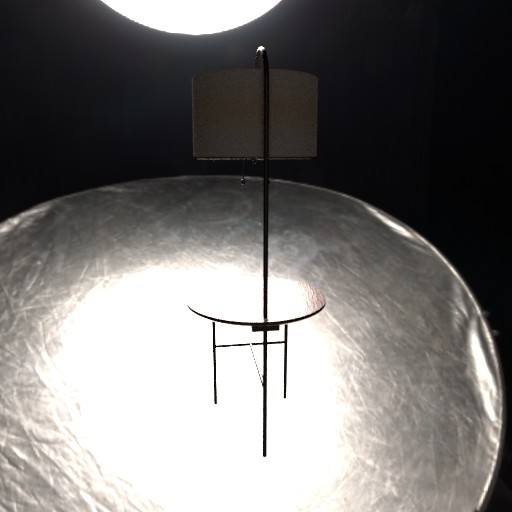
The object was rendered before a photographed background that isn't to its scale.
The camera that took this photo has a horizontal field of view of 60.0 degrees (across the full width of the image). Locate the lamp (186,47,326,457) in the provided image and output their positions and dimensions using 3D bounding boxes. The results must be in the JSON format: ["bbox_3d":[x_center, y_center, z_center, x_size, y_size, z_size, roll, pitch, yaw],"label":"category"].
[{"bbox_3d":[0.000,0.000,1.796,0.573,1.517,0.573,0,13,0],"label":"lamp"}]
